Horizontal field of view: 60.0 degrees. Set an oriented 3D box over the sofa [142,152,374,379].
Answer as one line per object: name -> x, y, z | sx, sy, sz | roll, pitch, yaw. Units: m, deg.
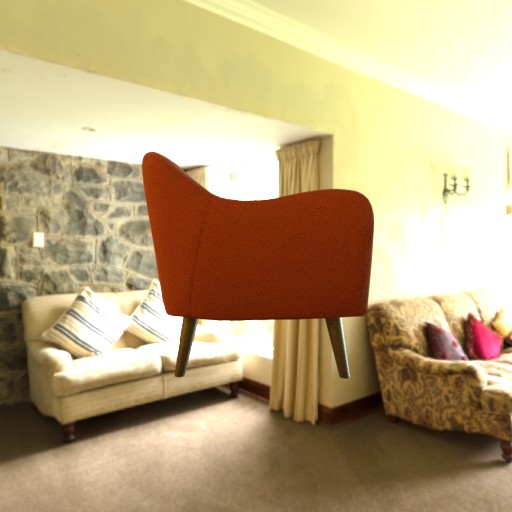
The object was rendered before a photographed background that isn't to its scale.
sofa -> 0.000, 0.000, 2.344 | 0.820, 0.836, 1.840 | 0, 1, 1
